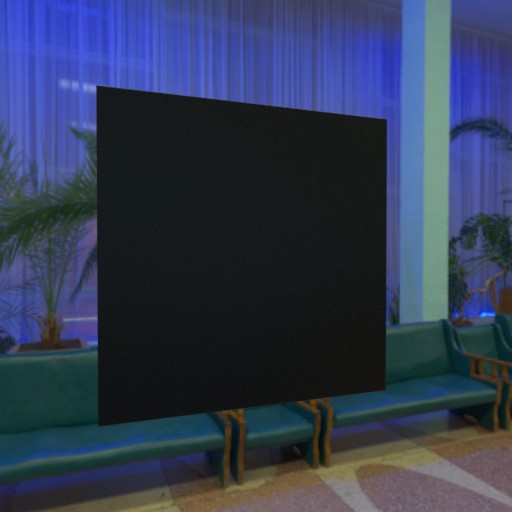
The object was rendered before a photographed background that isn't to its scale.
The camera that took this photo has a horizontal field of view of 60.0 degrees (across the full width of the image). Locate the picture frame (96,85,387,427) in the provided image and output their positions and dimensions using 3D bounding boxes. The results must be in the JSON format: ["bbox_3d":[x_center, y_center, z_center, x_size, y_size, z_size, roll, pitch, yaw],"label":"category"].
[{"bbox_3d":[0.000,0.000,0.829,0.559,0.557,0.029,0,1,-20],"label":"picture frame"}]
